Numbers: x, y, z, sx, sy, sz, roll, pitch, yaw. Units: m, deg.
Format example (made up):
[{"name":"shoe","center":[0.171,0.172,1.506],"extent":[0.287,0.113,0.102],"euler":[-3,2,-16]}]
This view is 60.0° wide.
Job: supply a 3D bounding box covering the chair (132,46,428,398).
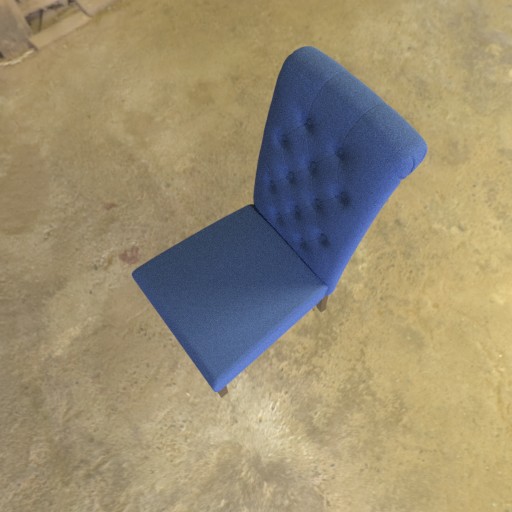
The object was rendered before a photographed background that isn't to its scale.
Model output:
[{"name":"chair","center":[0.000,0.000,1.368],"extent":[0.671,1.006,0.456],"euler":[-35,70,-15]}]
